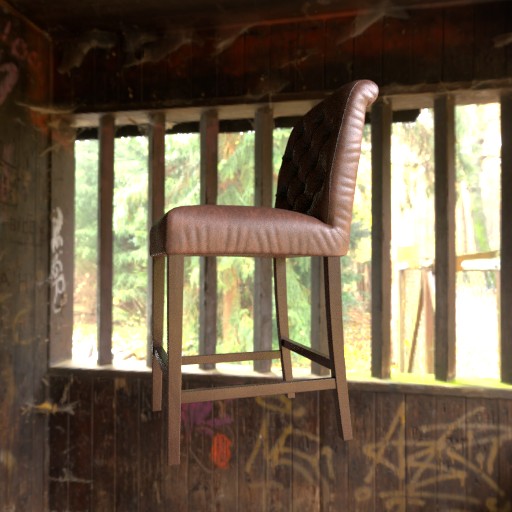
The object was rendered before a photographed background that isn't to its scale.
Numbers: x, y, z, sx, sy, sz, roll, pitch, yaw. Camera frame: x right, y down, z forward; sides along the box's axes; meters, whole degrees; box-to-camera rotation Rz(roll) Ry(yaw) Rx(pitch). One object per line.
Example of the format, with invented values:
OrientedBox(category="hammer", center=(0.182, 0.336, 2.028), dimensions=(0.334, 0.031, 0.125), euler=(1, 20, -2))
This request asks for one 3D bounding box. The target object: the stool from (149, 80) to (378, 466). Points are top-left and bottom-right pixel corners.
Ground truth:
OrientedBox(category="stool", center=(0.000, 0.000, 1.458), dimensions=(0.660, 1.084, 0.486), euler=(0, -1, -18))
